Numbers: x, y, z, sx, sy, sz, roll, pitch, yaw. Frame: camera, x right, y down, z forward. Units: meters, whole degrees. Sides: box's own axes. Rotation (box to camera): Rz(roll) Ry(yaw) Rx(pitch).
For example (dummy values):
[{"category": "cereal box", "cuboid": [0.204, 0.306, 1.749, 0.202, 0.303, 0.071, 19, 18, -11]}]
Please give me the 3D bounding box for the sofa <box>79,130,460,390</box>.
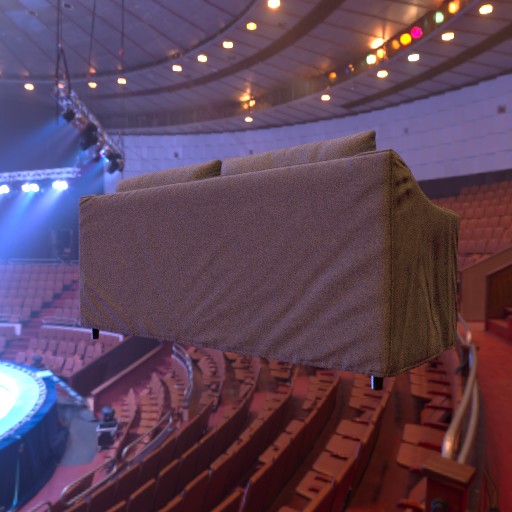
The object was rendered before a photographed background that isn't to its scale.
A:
[{"category": "sofa", "cuboid": [0.000, 0.000, 2.569, 2.010, 1.018, 1.072, -1, -1, 37]}]
